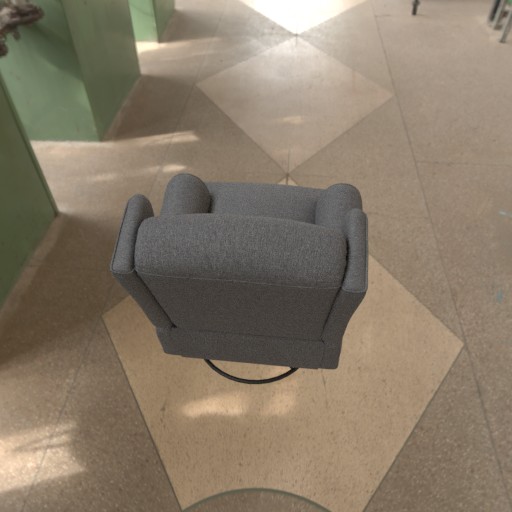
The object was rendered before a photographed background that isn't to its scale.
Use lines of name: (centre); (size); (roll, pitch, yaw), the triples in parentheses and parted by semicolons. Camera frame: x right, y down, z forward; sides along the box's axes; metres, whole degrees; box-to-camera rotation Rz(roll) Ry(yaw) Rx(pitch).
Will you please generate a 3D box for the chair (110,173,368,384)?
chair: (0.000, 0.000, 1.753); (0.847, 1.011, 0.969); (4, 47, 4)
